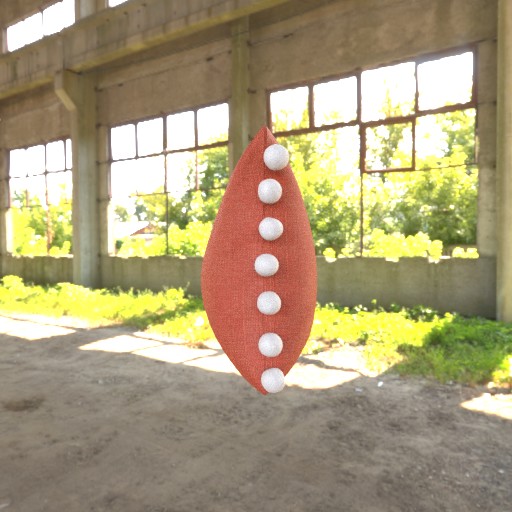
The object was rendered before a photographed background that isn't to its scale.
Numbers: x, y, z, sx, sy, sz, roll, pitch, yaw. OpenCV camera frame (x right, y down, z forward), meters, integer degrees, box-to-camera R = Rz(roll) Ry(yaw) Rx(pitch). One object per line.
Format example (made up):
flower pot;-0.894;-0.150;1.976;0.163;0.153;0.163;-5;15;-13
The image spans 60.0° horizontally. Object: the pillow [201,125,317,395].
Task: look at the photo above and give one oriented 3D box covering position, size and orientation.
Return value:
pillow;0.000;0.000;0.847;0.201;0.322;0.709;0;1;-1
